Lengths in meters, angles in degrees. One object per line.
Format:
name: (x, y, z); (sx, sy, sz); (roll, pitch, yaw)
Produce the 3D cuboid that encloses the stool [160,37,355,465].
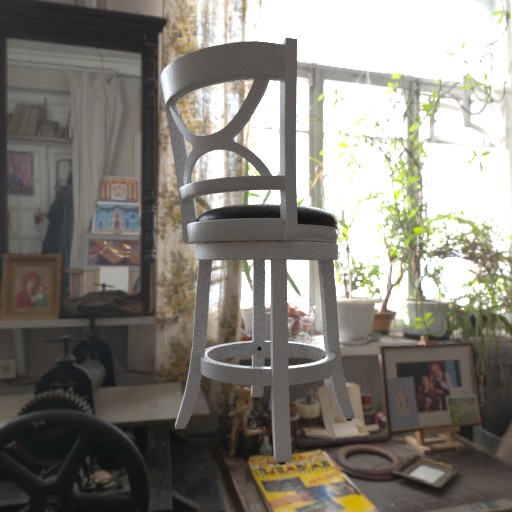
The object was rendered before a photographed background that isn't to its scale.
stool: (0.000, 0.000, 1.217); (0.444, 0.953, 0.508); (-1, -1, 37)
